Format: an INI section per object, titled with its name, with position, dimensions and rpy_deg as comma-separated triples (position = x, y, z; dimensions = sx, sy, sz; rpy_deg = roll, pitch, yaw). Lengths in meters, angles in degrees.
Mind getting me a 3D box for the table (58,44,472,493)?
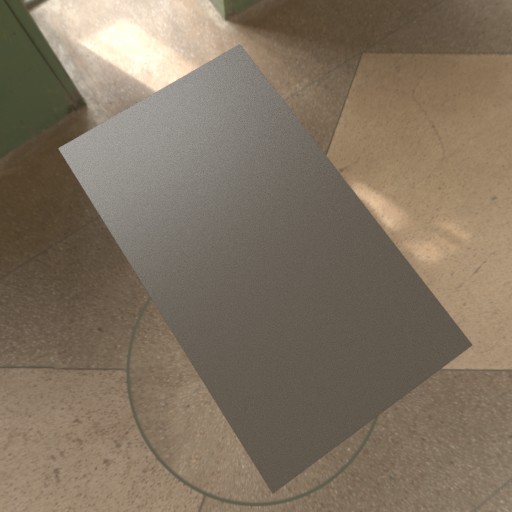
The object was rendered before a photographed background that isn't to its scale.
[table]
position = 0.000, 0.000, 1.527
dimensions = 0.703, 0.404, 1.201
rpy_deg = -33, 79, -8
